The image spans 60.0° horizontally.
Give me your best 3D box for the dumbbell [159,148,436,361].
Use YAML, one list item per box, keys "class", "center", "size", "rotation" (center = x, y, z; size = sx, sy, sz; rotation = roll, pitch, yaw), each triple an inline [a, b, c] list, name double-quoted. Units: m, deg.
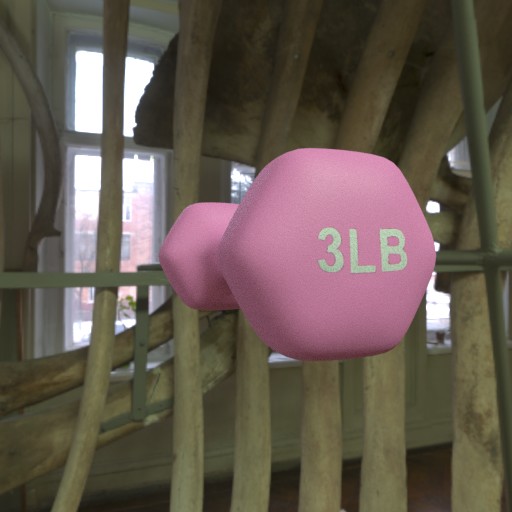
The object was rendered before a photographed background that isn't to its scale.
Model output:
- class: "dumbbell"
  center: [0.000, 0.000, 0.186]
  size: [0.064, 0.058, 0.159]
  rotation: [0, 0, -20]
